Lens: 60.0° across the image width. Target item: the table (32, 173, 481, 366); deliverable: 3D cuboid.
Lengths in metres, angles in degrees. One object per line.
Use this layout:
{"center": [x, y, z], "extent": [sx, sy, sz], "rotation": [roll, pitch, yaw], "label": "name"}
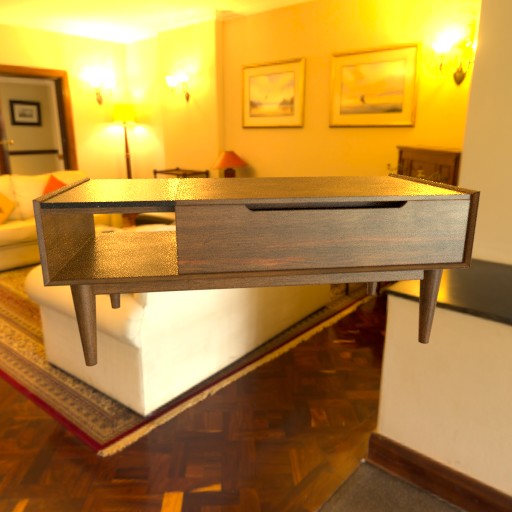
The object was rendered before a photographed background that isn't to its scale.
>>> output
{"center": [0.000, 0.000, 1.555], "extent": [1.221, 0.508, 0.610], "rotation": [-2, 16, -8], "label": "table"}
